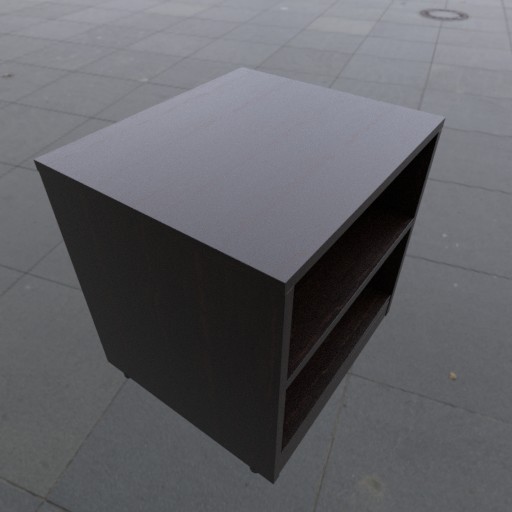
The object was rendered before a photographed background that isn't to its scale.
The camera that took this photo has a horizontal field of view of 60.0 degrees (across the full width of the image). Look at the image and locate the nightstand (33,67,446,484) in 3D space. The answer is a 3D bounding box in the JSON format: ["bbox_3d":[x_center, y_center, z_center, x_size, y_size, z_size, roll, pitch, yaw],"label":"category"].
[{"bbox_3d":[0.000,0.000,0.843,0.427,0.487,0.489,25,47,26],"label":"nightstand"}]
